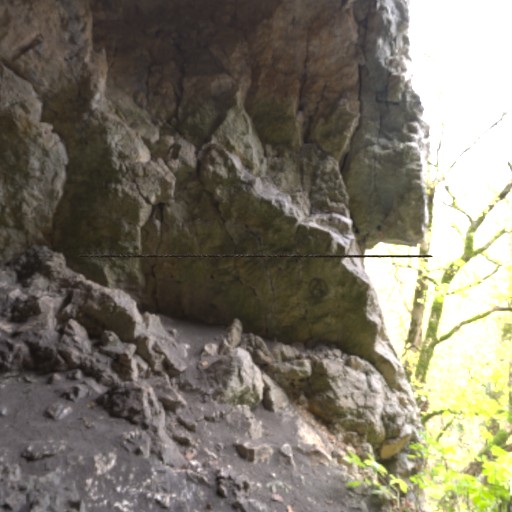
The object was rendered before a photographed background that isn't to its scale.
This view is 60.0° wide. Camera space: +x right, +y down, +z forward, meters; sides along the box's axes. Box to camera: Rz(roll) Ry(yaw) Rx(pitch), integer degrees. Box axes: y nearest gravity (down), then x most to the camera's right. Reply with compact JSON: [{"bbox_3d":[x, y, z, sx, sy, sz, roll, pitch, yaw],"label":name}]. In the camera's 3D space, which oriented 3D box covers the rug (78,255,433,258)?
[{"bbox_3d":[0.000,0.000,3.144,1.541,0.012,2.457,0,0,0],"label":"rug"}]
